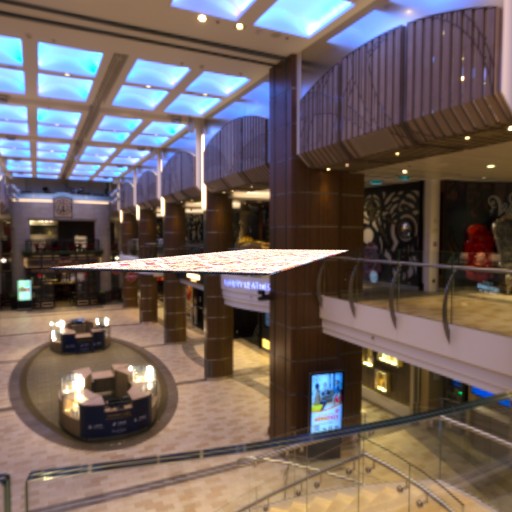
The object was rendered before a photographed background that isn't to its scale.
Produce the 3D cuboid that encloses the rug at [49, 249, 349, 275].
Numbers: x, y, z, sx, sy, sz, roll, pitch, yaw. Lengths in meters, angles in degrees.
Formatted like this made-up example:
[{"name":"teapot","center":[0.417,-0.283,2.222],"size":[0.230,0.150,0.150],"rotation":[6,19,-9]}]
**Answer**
[{"name":"rug","center":[0.000,0.000,2.597],"size":[0.832,0.008,2.362],"rotation":[1,3,18]}]
